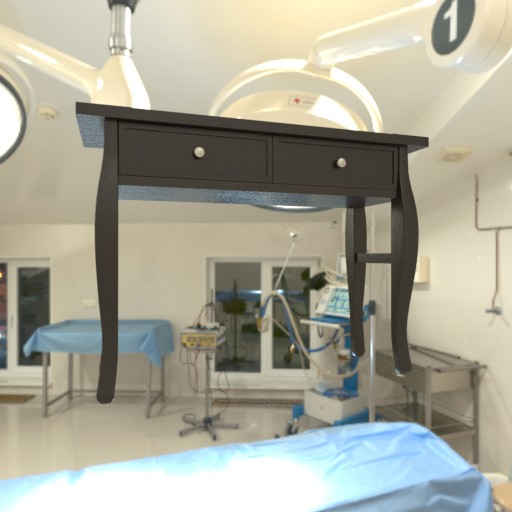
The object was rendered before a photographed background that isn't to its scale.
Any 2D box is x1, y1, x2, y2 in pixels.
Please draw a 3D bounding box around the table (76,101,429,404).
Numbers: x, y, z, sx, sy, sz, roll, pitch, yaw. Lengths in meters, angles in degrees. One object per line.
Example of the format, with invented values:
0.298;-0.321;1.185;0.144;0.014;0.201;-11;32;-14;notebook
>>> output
0.000;0.000;1.437;1.062;0.768;0.373;0;0;-18;table
